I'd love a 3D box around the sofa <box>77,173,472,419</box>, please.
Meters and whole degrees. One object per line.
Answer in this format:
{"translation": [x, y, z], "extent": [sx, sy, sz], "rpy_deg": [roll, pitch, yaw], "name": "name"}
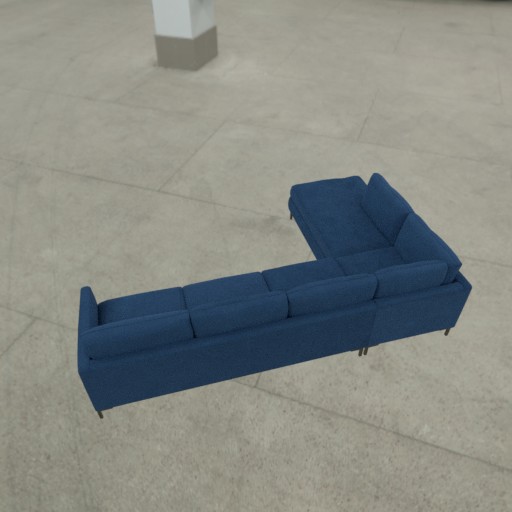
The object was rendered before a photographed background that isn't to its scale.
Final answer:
{"translation": [0.000, 0.000, 3.938], "extent": [2.949, 0.815, 2.007], "rpy_deg": [-10, 42, -11], "name": "sofa"}
